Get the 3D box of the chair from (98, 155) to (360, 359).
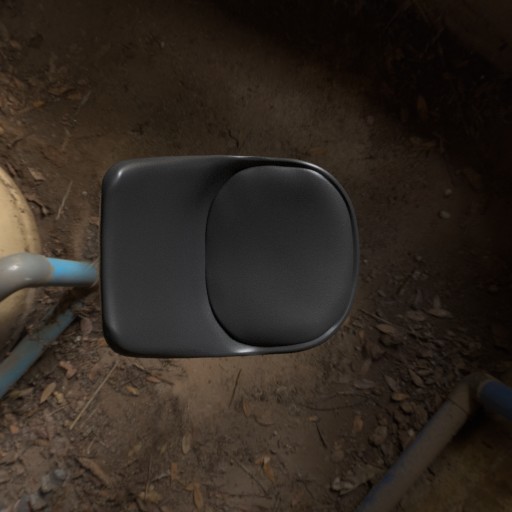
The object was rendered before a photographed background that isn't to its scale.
[{"bbox_3d":[0.000,0.000,1.131,0.530,0.850,0.485,0,91,-1],"label":"chair"}]
